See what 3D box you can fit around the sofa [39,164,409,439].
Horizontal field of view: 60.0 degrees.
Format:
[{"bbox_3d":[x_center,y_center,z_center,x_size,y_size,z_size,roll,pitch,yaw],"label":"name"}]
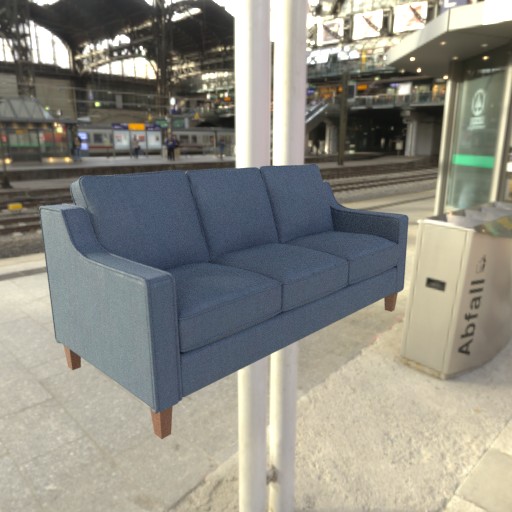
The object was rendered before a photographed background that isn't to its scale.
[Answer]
[{"bbox_3d":[0.000,0.000,2.532,0.911,0.974,1.986,13,19,42],"label":"sofa"}]
